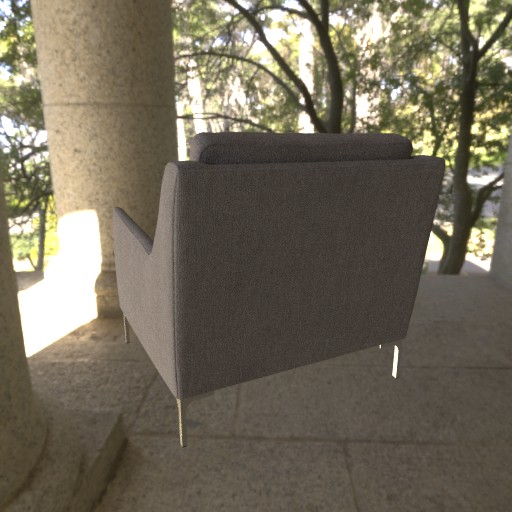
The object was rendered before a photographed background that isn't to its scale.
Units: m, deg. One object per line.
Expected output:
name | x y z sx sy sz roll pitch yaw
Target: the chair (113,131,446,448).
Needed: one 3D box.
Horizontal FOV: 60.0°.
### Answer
chair | 0.000 0.000 1.552 0.847 0.828 0.849 -8 17 -27
